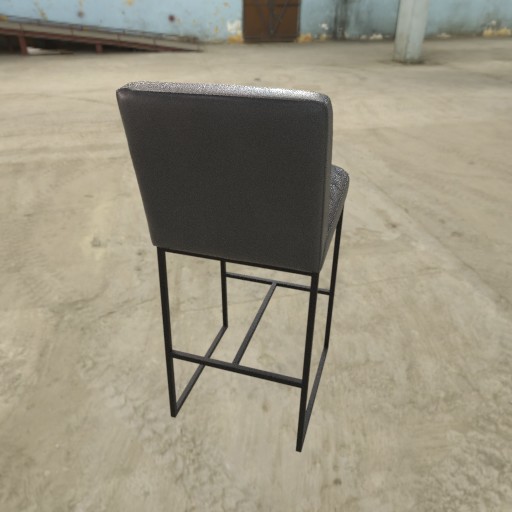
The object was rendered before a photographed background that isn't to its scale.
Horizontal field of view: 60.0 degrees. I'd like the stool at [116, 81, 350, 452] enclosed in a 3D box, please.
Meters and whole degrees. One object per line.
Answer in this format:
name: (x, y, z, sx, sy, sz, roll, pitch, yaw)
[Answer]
stool: (0.000, 0.000, 1.329, 0.457, 1.040, 0.552, 9, 32, 15)
